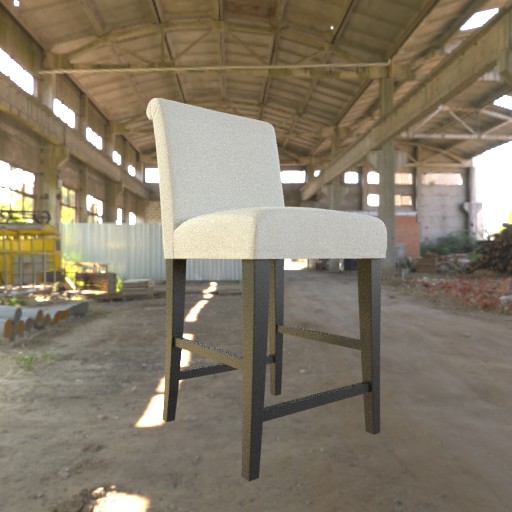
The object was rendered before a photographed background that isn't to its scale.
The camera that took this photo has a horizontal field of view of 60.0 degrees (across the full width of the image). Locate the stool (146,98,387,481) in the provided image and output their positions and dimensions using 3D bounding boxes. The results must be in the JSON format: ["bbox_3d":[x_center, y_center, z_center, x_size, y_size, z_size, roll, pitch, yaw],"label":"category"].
[{"bbox_3d":[0.000,0.000,1.302,0.452,0.976,0.597,0,0,-37],"label":"stool"}]
